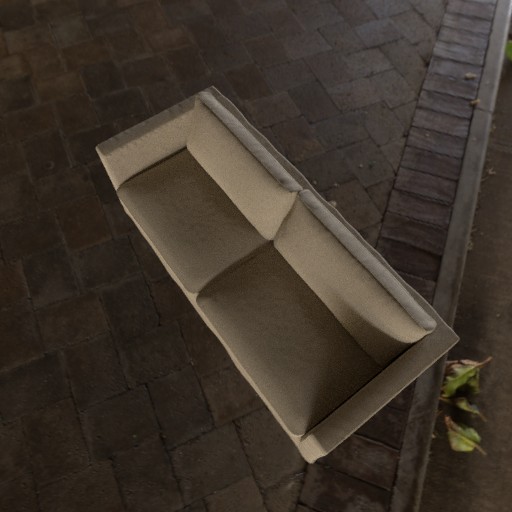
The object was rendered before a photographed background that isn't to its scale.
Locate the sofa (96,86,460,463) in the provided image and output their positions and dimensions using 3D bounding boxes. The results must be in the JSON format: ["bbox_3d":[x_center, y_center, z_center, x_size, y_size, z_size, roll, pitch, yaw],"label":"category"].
[{"bbox_3d":[0.000,0.000,2.797,0.956,0.847,2.296,-34,68,-16],"label":"sofa"}]
